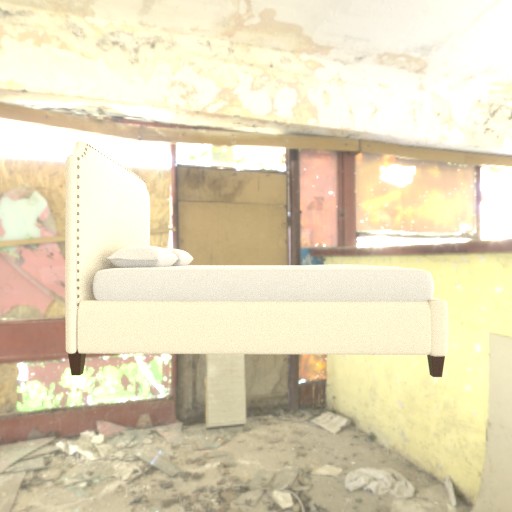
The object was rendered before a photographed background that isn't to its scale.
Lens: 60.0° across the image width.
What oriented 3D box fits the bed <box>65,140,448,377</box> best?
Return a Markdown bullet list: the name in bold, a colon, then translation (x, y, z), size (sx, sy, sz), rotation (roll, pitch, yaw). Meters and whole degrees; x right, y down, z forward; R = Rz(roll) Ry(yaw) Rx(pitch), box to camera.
- **bed**: translation (0.000, 0.000, 3.544), size (2.372, 1.497, 1.712), rotation (0, -1, 1)
